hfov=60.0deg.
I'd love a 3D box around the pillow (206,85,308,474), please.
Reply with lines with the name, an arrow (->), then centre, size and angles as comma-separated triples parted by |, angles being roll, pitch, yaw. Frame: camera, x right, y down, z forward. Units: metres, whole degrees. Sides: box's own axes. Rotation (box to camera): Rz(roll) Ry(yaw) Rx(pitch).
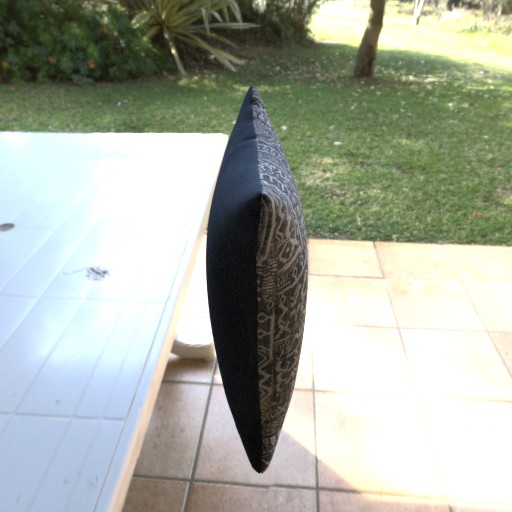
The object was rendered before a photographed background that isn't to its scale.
pillow -> 0.000, 0.000, 0.802 | 0.180, 0.487, 0.546 | -1, 32, -1
